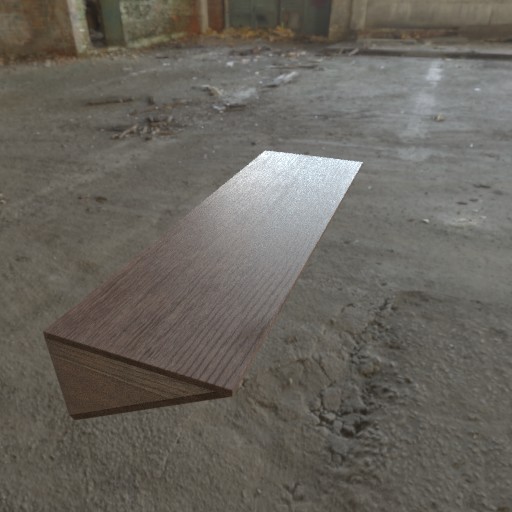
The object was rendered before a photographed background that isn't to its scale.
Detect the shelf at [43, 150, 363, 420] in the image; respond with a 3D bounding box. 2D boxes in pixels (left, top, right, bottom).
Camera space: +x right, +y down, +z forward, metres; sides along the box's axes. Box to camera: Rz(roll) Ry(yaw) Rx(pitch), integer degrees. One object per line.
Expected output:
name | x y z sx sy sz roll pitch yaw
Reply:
shelf | 0.000 0.000 0.670 0.200 0.125 0.610 11 33 18
